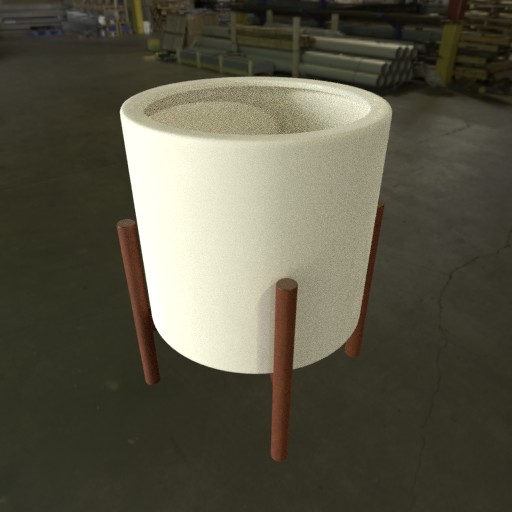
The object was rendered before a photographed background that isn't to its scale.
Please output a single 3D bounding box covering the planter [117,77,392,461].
[{"bbox_3d":[0.000,0.000,0.856,0.421,0.581,0.420,22,38,31],"label":"planter"}]
